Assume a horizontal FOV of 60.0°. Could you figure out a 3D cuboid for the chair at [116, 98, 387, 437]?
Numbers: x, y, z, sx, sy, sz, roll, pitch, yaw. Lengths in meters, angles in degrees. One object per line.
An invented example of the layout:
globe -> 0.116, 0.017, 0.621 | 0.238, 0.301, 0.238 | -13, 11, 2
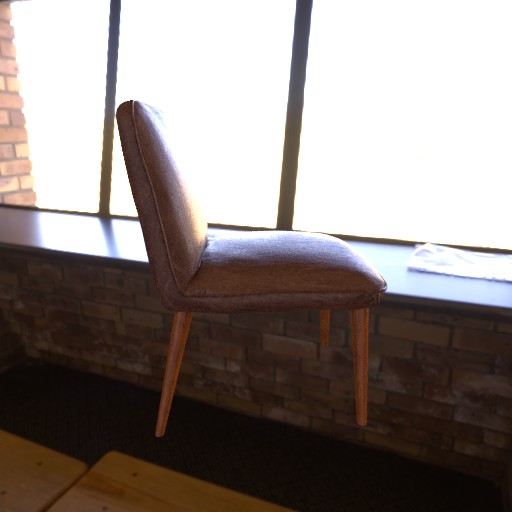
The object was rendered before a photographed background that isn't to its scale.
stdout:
chair -> 0.000, 0.000, 1.238 | 0.645, 0.803, 0.543 | -2, 16, -9
